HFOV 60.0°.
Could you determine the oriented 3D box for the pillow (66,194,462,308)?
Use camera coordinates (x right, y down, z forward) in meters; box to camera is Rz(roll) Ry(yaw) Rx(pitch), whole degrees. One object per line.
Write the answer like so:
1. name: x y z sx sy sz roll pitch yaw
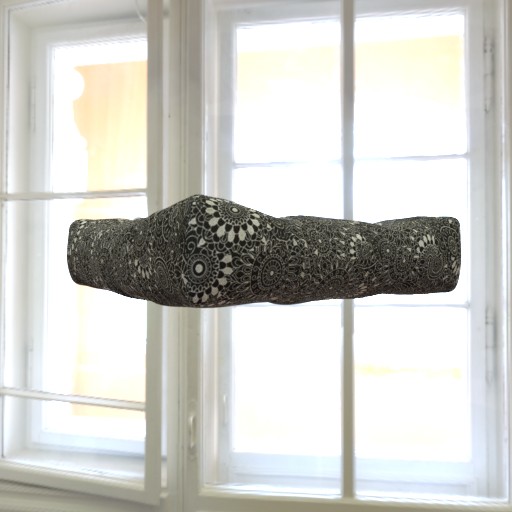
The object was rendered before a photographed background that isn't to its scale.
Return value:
1. pillow: 0.000 0.000 0.725 0.490 0.128 0.468 0 0 -36
